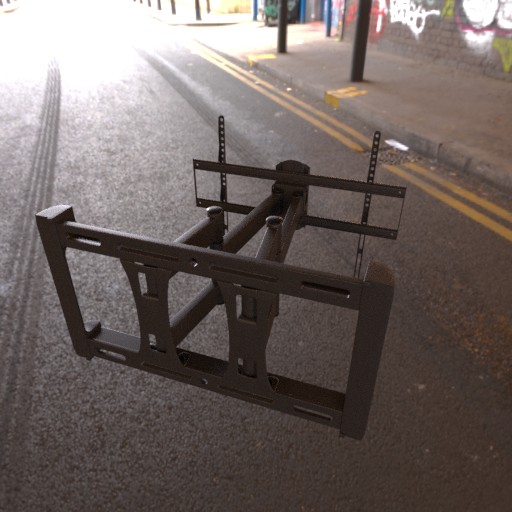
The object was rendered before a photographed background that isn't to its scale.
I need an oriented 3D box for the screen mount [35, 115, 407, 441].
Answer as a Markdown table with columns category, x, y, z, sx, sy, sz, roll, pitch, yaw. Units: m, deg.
| category | x | y | z | sx | sy | sz | roll | pitch | yaw |
| --- | --- | --- | --- | --- | --- | --- | --- | --- | --- |
| screen mount | 0.000 | 0.000 | 1.100 | 0.661 | 0.491 | 0.644 | 11 | 34 | 17 |
